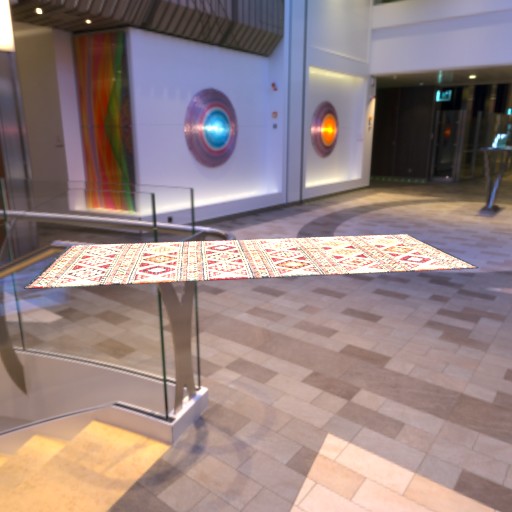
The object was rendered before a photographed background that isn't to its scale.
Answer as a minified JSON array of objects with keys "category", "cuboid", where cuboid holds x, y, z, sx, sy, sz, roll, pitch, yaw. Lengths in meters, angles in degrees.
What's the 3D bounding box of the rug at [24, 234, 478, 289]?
[{"category":"rug","cuboid":[0.000,0.000,2.664,2.362,0.008,0.832,-2,16,-8]}]
